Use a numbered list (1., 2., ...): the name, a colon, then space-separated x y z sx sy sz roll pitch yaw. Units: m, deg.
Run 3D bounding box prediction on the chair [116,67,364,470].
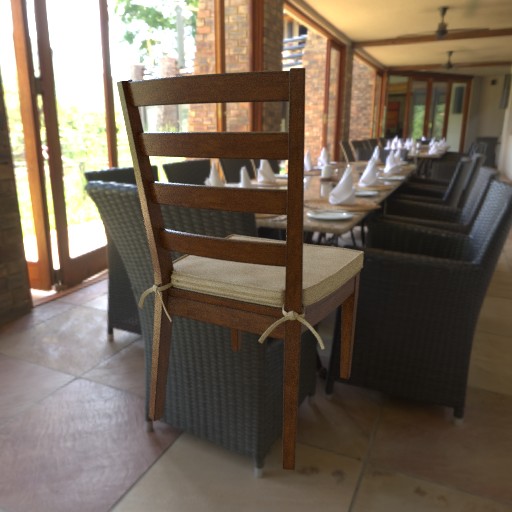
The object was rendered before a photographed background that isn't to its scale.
1. chair: 0.000 0.000 1.352 0.593 0.979 0.595 8 17 27
